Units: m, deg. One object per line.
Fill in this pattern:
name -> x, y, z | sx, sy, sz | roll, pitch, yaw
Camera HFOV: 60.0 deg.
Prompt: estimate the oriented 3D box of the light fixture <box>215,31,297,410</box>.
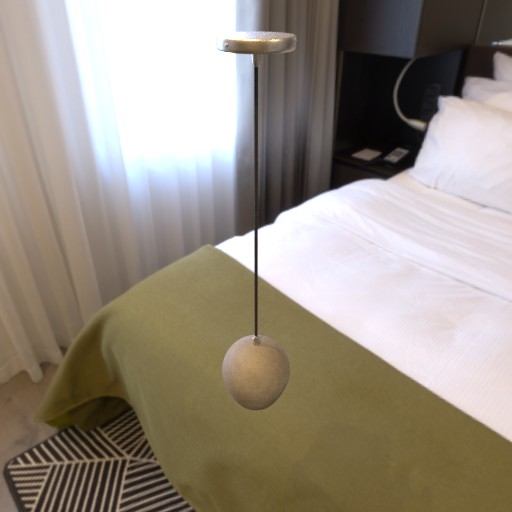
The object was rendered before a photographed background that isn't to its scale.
light fixture -> 0.000, 0.000, 0.849 | 0.153, 0.760, 0.153 | 9, 33, 15
